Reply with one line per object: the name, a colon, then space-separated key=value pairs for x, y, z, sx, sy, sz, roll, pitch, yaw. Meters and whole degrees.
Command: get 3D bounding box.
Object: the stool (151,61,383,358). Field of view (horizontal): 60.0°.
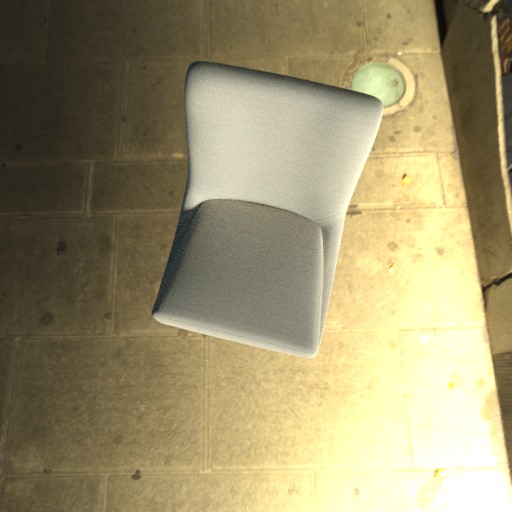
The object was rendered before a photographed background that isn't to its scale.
stool: x=0.000 y=0.000 z=1.411 sx=0.483 sy=1.093 sz=0.559 roll=13 pitch=76 yaw=3
